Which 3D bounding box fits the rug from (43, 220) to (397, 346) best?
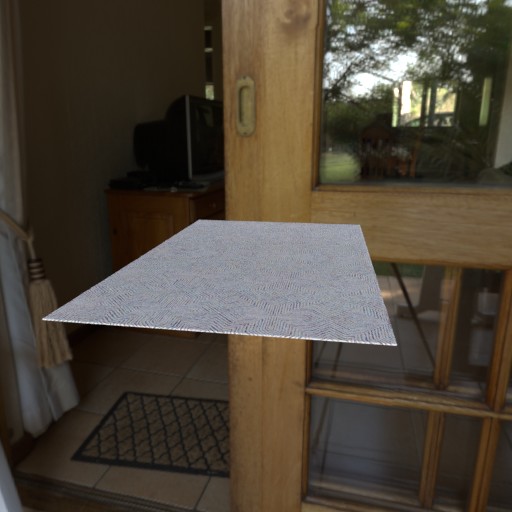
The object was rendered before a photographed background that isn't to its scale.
[{"bbox_3d":[0.000,0.000,2.997,1.519,0.007,2.428,2,15,9],"label":"rug"}]
